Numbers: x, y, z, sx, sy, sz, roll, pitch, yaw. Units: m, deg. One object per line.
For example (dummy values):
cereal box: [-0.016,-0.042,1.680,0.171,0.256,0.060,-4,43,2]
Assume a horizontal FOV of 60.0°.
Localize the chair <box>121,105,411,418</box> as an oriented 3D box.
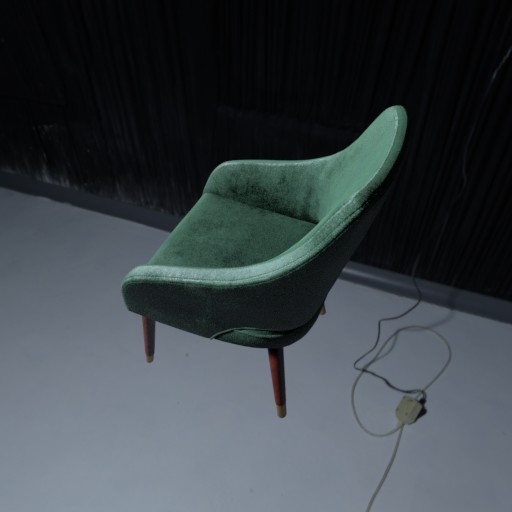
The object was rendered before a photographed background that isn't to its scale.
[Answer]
chair: [0.000,0.000,1.567,0.794,1.081,0.683,17,48,16]
